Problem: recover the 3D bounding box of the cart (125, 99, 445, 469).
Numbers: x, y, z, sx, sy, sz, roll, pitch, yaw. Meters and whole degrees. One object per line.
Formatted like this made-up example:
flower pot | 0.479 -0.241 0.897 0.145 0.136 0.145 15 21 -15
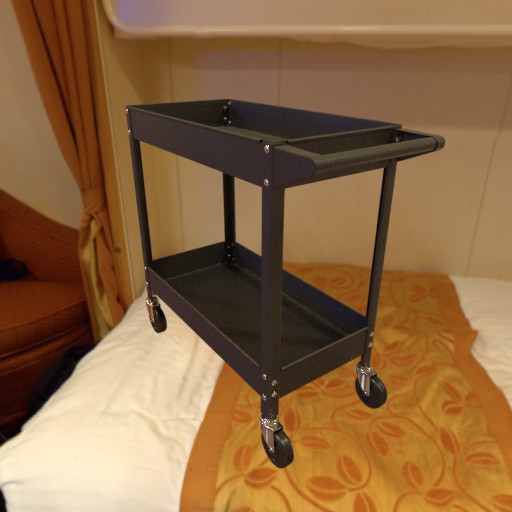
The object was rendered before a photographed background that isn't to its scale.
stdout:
cart | 0.000 0.000 1.179 0.366 0.719 0.779 -17 30 -32
